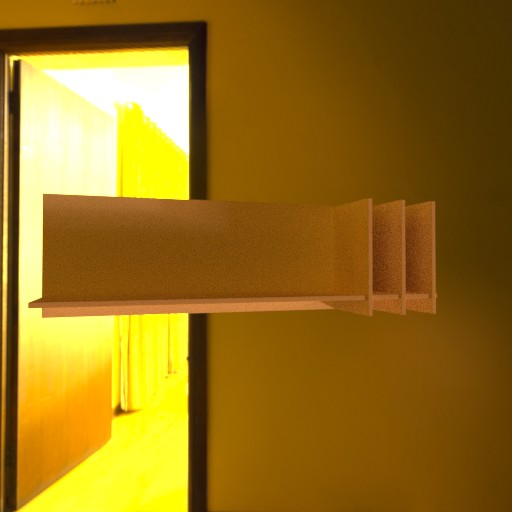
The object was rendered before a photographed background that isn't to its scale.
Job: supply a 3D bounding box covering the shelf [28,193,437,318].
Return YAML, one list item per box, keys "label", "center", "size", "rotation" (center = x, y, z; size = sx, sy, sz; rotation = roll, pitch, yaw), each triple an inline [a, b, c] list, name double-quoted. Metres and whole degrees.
- label: "shelf"
  center: [0.000, 0.000, 1.125]
  size: [1.020, 0.300, 0.200]
  rotation: [0, -1, -16]
